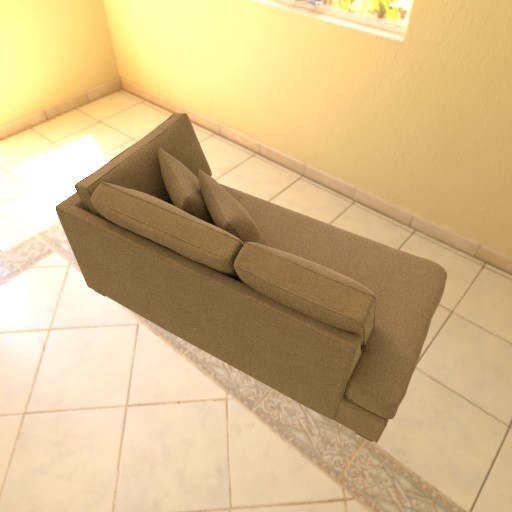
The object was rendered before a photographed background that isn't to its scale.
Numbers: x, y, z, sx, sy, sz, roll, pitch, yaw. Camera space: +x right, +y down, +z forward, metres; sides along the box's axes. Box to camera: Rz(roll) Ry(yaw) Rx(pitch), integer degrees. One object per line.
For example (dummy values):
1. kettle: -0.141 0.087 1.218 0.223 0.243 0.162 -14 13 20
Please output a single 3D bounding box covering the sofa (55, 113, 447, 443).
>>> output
1. sofa: 0.000 0.000 2.837 2.238 1.019 1.110 23 50 21
